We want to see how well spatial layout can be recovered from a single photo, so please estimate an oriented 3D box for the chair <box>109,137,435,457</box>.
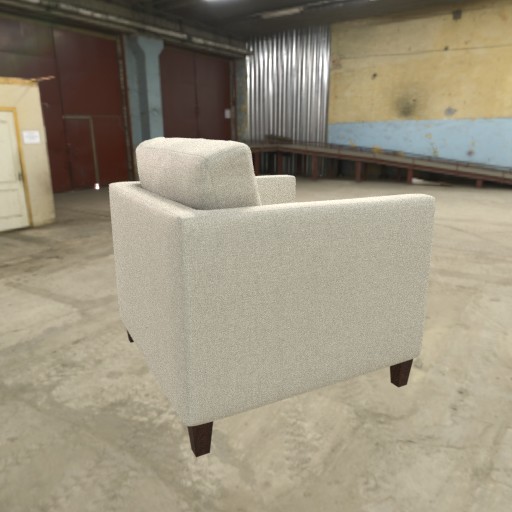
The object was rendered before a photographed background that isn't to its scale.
[{"bbox_3d":[0.000,0.000,1.774,0.959,0.919,0.996,-8,17,-27],"label":"chair"}]
